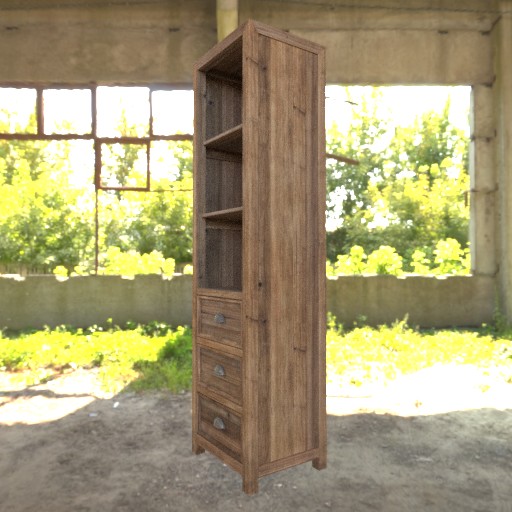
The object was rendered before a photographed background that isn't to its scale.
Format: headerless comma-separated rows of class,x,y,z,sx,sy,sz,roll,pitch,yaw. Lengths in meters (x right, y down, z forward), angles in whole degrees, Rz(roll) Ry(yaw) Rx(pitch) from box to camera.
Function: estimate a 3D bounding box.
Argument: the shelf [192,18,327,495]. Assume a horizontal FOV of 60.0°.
shelf,0.000,0.000,2.083,0.428,1.900,0.500,1,-1,-35
